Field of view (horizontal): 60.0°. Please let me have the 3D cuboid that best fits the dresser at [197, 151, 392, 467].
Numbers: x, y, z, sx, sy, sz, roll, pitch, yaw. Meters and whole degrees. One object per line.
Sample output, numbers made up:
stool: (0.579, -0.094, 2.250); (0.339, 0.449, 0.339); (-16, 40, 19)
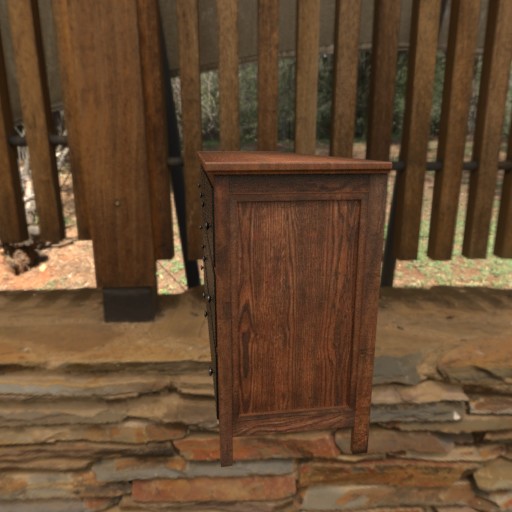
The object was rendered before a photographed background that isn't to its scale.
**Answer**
dresser: (0.000, 0.000, 1.910); (0.463, 0.856, 1.551); (-2, 14, -8)
